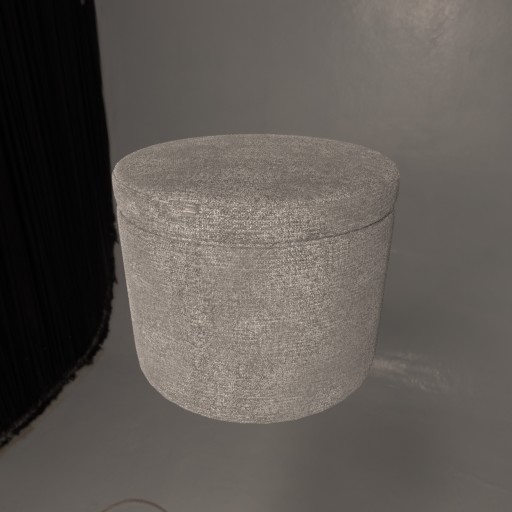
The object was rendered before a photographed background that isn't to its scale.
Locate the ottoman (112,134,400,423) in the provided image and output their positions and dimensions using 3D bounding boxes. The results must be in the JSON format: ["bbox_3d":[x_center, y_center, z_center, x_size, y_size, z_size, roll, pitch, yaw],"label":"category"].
[{"bbox_3d":[0.000,0.000,0.876,0.500,0.419,0.500,0,25,0],"label":"ottoman"}]
